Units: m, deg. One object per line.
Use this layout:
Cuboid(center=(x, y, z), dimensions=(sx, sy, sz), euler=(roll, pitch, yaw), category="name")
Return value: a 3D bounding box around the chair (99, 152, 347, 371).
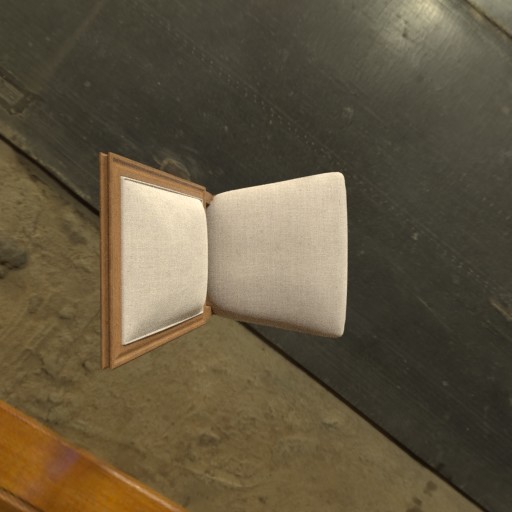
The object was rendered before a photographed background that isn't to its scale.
Cuboid(center=(0.000, 0.000, 1.333), dimensions=(0.601, 0.988, 0.536), euler=(0, 91, 0), category="chair")
